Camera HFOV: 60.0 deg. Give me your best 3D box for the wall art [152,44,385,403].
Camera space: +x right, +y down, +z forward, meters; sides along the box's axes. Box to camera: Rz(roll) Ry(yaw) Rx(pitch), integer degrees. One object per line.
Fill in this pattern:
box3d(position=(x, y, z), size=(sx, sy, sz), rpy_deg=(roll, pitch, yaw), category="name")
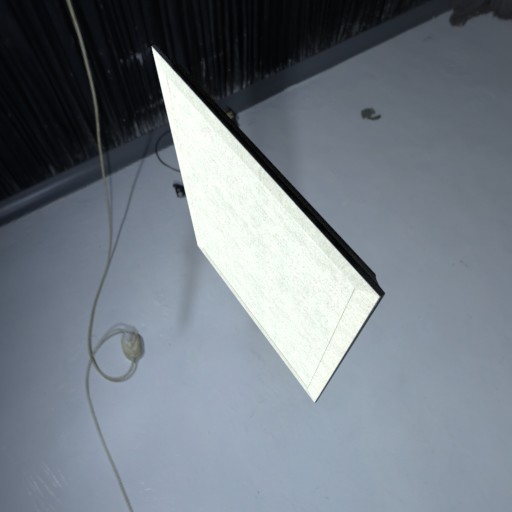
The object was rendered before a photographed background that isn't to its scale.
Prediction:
box3d(position=(0.000, 0.000, 0.635), size=(0.023, 0.457, 0.381), rpy_deg=(-32, 66, -16), category="wall art")
